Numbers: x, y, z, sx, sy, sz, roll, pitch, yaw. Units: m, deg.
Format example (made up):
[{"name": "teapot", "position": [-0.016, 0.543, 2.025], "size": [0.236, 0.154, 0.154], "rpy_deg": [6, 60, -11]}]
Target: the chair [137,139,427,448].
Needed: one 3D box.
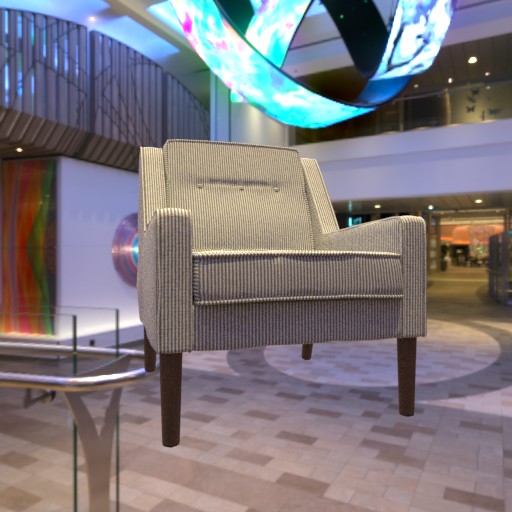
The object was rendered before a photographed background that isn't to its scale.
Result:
[{"name": "chair", "position": [0.000, 0.000, 1.309], "size": [0.663, 0.792, 0.743], "rpy_deg": [0, 0, -17]}]
